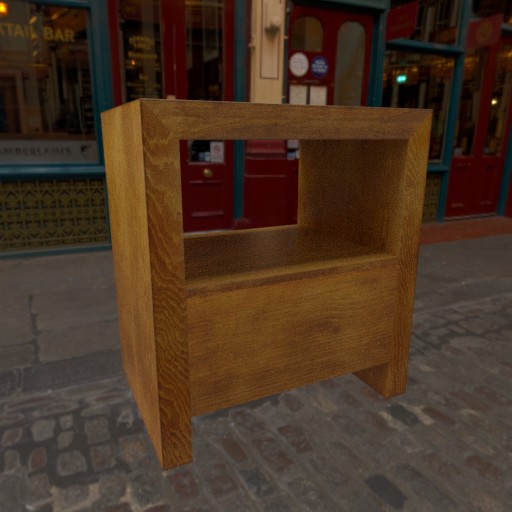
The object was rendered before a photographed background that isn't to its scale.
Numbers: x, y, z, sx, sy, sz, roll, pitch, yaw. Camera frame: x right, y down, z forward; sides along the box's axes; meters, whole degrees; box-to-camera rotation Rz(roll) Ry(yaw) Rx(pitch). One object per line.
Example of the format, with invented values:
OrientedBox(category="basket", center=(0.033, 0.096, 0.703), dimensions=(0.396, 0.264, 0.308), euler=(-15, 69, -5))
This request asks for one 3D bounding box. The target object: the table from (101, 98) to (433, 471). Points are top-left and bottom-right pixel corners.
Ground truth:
OrientedBox(category="table", center=(0.000, 0.000, 0.973), dimensions=(0.550, 0.605, 0.400), euler=(-7, 16, -25))
